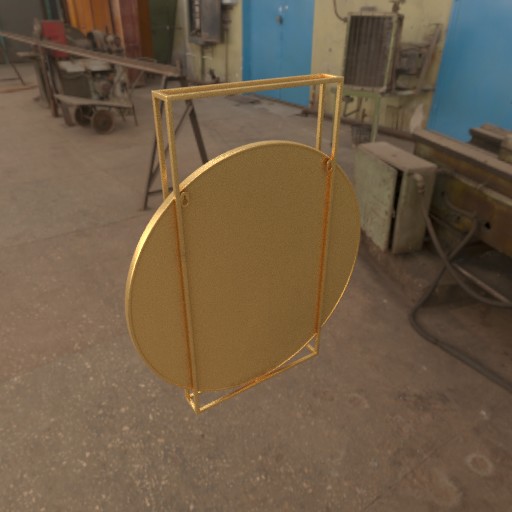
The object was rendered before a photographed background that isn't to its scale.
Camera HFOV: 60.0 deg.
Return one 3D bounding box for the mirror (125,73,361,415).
[{"bbox_3d":[0.000,0.000,0.821,0.508,0.603,0.051,-18,34,-29],"label":"mirror"}]
